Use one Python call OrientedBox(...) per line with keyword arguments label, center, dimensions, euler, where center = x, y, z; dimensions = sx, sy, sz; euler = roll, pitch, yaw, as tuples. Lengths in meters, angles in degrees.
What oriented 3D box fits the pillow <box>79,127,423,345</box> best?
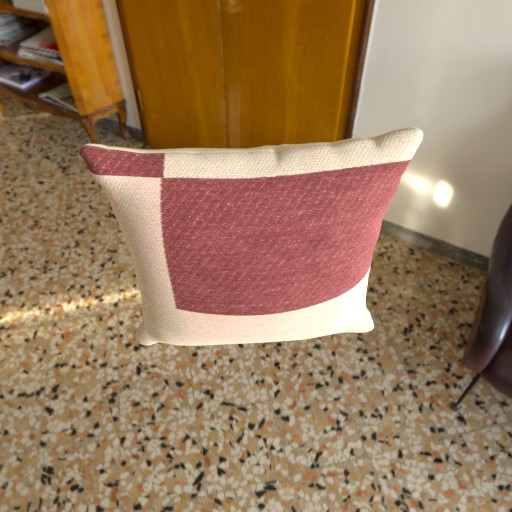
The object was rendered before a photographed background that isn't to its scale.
OrientedBox(label="pillow", center=(0.000, 0.000, 0.826), dimensions=(0.536, 0.506, 0.229), euler=(-3, 46, -3))
